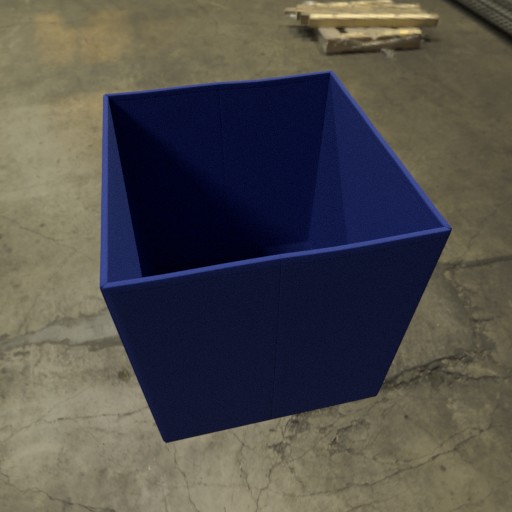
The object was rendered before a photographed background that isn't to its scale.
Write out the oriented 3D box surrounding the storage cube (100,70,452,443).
[{"bbox_3d":[0.000,0.000,0.495,0.270,0.280,0.270,-9,48,-9],"label":"storage cube"}]
